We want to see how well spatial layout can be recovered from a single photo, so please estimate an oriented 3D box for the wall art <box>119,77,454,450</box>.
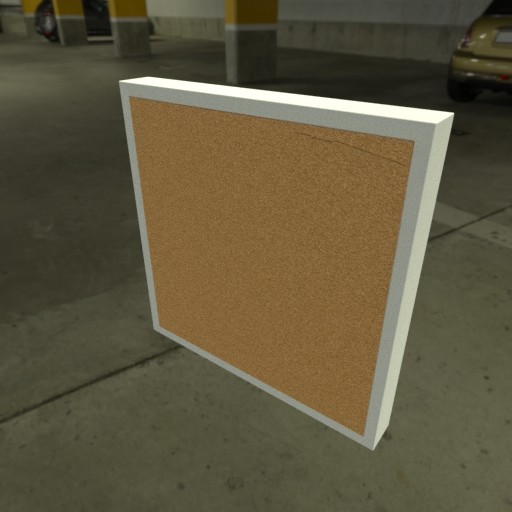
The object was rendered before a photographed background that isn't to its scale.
[{"bbox_3d":[0.000,0.000,0.438,0.305,0.305,0.038,20,35,31],"label":"wall art"}]
